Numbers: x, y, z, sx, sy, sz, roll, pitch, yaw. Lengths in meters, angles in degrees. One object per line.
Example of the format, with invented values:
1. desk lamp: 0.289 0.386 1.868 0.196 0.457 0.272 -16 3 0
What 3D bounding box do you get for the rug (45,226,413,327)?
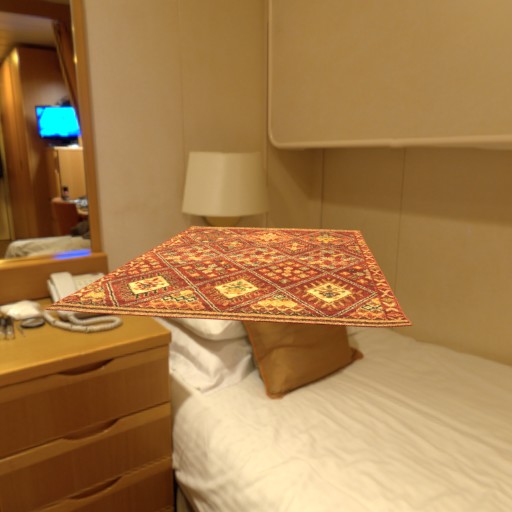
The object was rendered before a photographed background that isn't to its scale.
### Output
1. rug: 0.000 0.000 2.894 1.521 0.026 2.286 2 13 8
